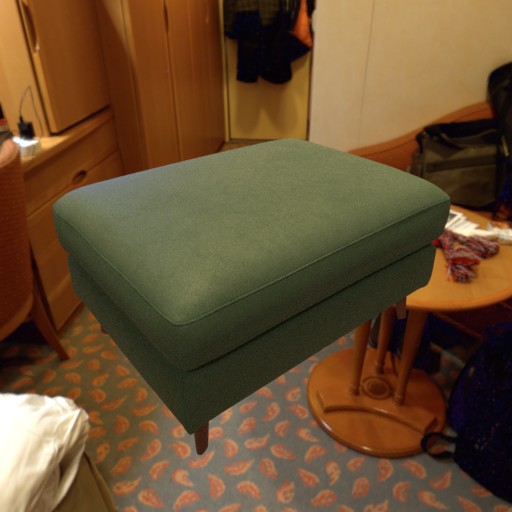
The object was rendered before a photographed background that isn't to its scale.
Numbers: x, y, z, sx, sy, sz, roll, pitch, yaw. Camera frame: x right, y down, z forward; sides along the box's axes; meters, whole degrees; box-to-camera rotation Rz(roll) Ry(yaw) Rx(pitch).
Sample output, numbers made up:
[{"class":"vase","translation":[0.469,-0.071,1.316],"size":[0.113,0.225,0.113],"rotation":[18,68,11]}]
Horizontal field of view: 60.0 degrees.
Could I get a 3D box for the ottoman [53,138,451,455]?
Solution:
[{"class":"ottoman","translation":[0.000,0.000,1.139],"size":[0.811,0.449,0.608],"rotation":[-23,37,-33]}]
